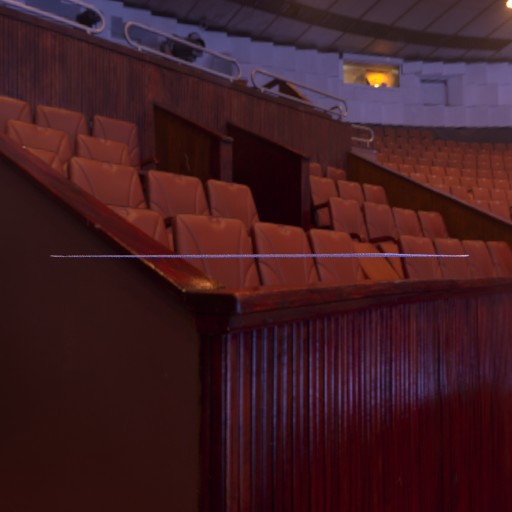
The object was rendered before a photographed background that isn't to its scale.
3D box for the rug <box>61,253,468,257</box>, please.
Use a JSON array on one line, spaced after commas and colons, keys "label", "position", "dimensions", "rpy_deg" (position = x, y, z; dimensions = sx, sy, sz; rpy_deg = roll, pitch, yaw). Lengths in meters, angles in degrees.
[{"label": "rug", "position": [0.000, 0.000, 2.302], "dimensions": [1.813, 0.008, 1.223], "rpy_deg": [0, 0, 36]}]
